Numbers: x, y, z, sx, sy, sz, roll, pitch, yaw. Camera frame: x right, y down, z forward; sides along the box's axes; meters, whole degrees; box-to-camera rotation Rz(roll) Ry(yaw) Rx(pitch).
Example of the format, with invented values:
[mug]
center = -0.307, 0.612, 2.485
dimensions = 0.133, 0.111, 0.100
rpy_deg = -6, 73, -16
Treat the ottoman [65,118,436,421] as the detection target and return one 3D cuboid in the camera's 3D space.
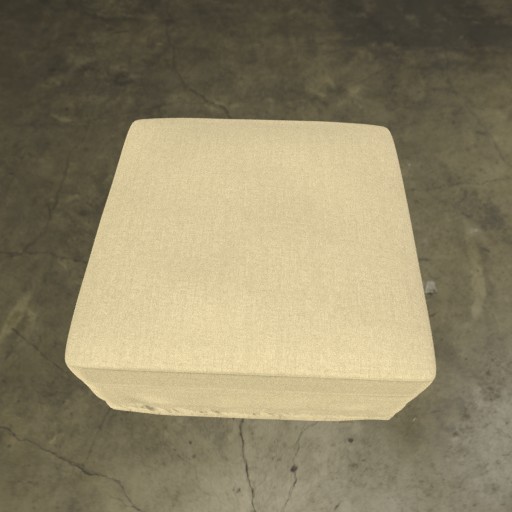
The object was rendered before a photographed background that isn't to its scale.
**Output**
[ottoman]
center = 0.000, 0.000, 1.319
dimensions = 0.843, 0.436, 0.840
rpy_deg = 2, 57, 1
